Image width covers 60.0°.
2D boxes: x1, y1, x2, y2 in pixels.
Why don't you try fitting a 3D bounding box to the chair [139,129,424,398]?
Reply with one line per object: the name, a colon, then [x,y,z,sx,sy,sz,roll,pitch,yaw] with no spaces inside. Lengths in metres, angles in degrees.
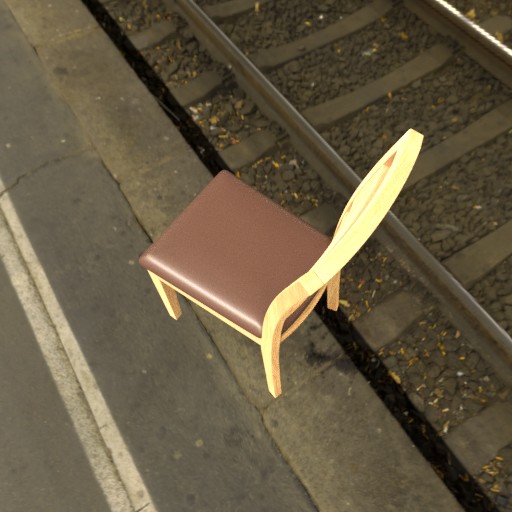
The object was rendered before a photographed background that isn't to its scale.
chair: [0.000,0.000,1.242,0.545,0.940,0.420,32,67,16]
